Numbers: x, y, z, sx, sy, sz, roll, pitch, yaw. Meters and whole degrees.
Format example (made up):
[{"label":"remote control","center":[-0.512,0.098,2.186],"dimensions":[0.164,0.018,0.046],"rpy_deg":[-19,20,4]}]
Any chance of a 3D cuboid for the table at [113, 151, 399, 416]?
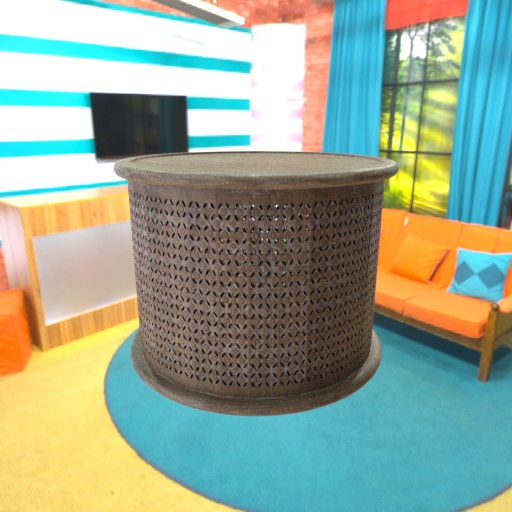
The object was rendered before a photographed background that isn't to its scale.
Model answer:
[{"label":"table","center":[0.000,0.000,1.048],"dimensions":[0.607,0.450,0.607],"rpy_deg":[0,17,0]}]
